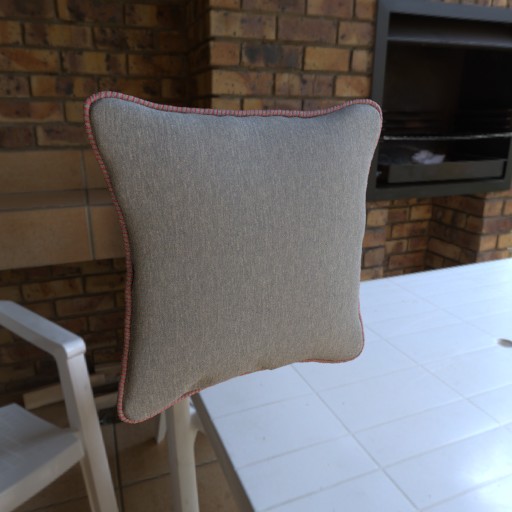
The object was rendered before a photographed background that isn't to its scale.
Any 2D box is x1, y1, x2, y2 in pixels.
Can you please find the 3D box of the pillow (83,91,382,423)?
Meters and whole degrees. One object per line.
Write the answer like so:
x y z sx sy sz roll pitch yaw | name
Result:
0.000 0.000 0.719 0.482 0.491 0.124 -8 19 -25 | pillow
